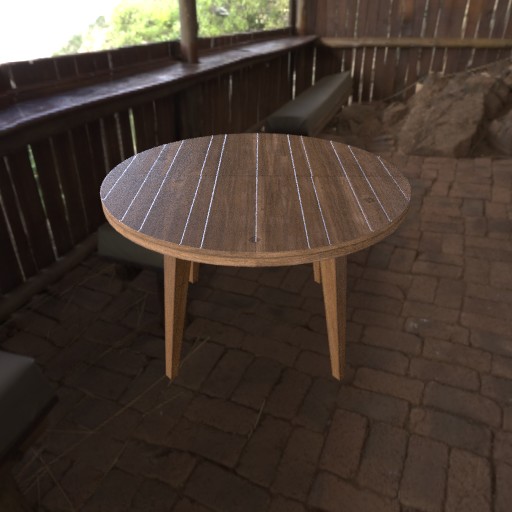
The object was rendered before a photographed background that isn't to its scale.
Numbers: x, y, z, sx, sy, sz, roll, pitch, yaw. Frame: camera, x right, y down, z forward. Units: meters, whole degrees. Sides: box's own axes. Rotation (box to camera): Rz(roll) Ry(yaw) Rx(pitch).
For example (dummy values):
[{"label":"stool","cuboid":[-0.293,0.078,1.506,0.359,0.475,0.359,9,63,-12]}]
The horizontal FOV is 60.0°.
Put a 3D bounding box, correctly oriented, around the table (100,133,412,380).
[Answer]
[{"label":"table","cuboid":[0.000,0.000,2.003,1.213,0.764,1.213,0,31,0]}]
